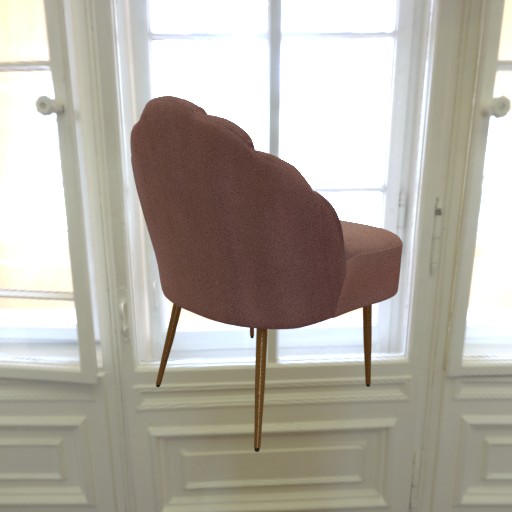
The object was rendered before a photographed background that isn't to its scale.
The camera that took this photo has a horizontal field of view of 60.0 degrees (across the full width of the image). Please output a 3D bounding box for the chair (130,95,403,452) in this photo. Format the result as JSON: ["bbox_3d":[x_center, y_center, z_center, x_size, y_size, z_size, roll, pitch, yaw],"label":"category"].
[{"bbox_3d":[0.000,0.000,1.257,0.657,0.819,0.599,13,20,42],"label":"chair"}]
